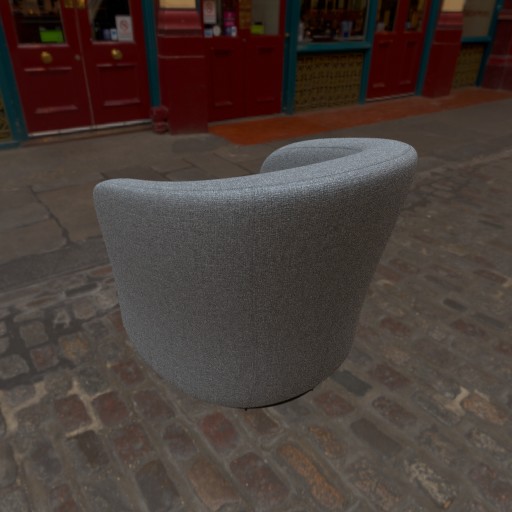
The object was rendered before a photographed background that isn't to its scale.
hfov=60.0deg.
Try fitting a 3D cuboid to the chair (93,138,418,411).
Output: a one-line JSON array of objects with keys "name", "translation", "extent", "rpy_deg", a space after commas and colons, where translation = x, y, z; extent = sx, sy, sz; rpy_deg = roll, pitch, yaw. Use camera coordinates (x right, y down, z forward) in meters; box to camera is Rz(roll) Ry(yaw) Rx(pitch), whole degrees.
[{"name": "chair", "translation": [0.000, 0.000, 1.374], "extent": [0.791, 0.771, 0.815], "rpy_deg": [-19, 34, -31]}]
